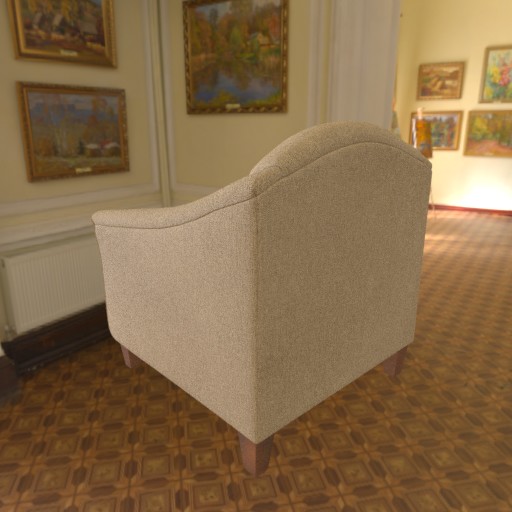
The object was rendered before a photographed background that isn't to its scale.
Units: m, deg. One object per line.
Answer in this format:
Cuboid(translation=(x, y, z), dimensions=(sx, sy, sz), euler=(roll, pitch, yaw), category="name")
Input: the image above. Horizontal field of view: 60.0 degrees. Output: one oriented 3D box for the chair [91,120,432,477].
Cuboid(translation=(0.000, 0.000, 1.444), dimensions=(0.763, 0.839, 0.787), euler=(-15, 22, -41), category="chair")
